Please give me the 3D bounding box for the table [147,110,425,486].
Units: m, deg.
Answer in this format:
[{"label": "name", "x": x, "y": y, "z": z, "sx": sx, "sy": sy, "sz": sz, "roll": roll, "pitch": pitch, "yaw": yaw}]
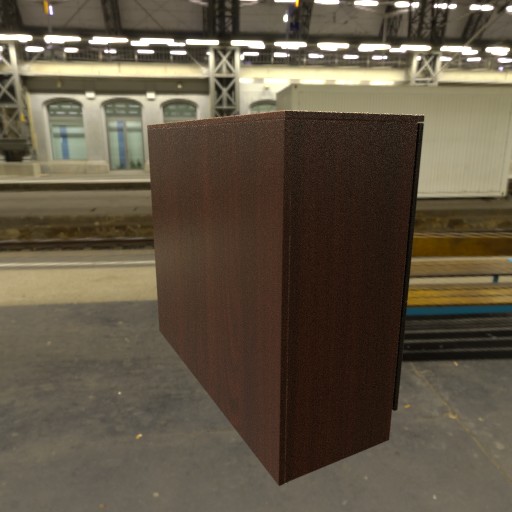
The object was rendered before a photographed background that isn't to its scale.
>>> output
[{"label": "table", "x": 0.000, "y": 0.000, "z": 1.358, "sx": 0.380, "sy": 0.790, "sz": 0.930, "roll": -8, "pitch": 17, "yaw": -27}]
